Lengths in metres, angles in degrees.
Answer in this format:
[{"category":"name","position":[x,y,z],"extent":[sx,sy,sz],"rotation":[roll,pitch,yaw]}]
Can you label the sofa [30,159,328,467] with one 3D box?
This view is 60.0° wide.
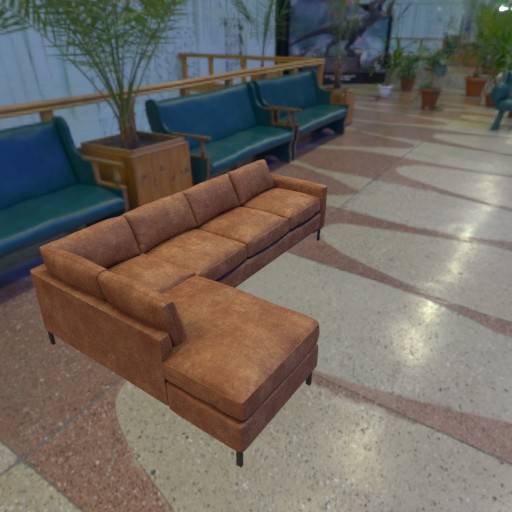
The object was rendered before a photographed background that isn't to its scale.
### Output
[{"category":"sofa","position":[0.000,0.000,3.824],"extent":[1.938,0.877,2.984],"rotation":[18,33,31]}]
